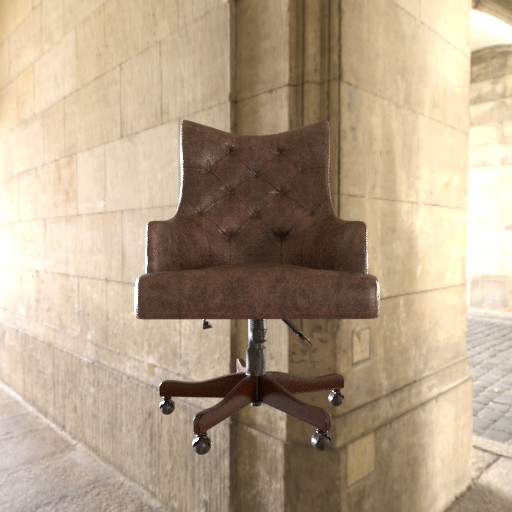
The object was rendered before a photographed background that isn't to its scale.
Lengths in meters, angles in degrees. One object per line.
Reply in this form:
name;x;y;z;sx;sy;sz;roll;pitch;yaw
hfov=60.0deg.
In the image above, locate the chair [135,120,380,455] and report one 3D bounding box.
chair;0.000;0.000;1.491;0.641;1.035;0.762;0;2;-1
